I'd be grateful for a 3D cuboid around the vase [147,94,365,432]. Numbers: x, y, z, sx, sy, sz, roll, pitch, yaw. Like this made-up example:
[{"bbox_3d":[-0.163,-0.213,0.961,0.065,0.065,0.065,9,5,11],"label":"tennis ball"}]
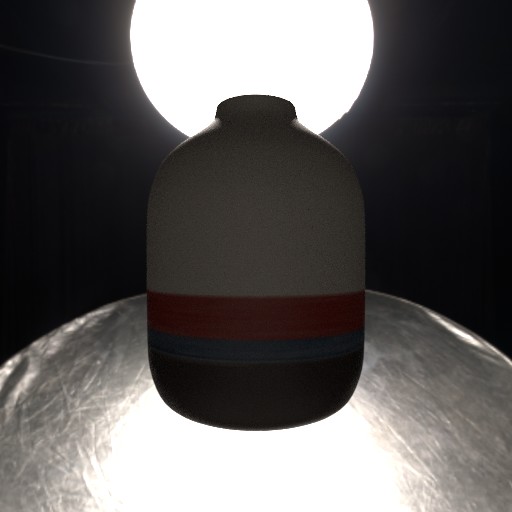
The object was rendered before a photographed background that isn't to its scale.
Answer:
[{"bbox_3d":[0.000,0.000,0.354,0.169,0.237,0.169,0,0,0],"label":"vase"}]
